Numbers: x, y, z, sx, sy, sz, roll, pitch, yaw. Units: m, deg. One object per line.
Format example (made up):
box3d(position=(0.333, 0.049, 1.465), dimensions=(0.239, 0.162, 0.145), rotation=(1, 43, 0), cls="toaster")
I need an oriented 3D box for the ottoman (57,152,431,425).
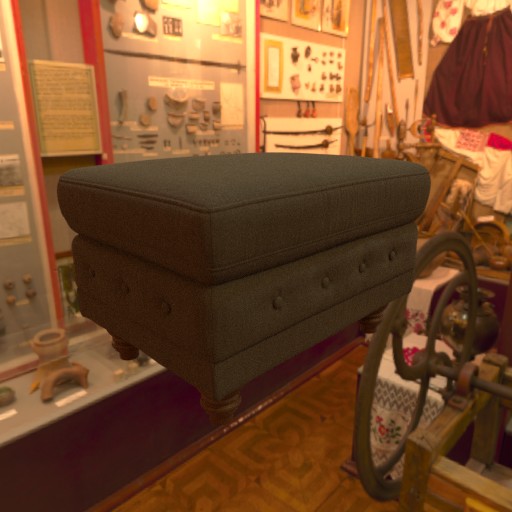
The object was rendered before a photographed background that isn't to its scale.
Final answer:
box3d(position=(0.000, 0.000, 1.134), dimensions=(0.569, 0.500, 0.771), rotation=(16, 23, 42), cls="ottoman")
